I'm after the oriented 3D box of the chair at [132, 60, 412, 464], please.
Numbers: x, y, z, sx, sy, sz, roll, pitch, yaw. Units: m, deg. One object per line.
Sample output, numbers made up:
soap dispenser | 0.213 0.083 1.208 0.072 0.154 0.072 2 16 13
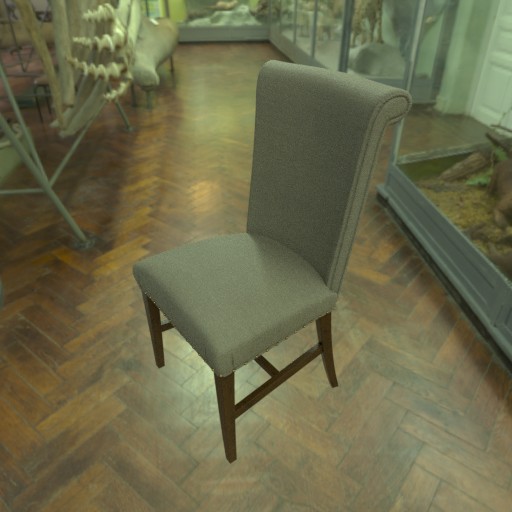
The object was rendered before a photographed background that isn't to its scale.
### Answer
chair | 0.000 0.000 1.338 0.608 0.988 0.513 -22 39 -30
